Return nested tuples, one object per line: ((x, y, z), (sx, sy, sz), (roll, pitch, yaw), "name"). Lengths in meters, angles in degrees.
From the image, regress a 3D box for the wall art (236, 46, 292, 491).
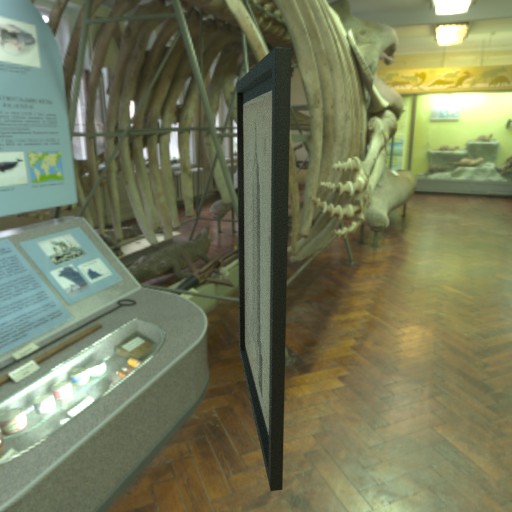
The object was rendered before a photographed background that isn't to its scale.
((0.000, 0.000, 0.554), (0.013, 0.431, 0.303), (-2, 16, -8), "wall art")
